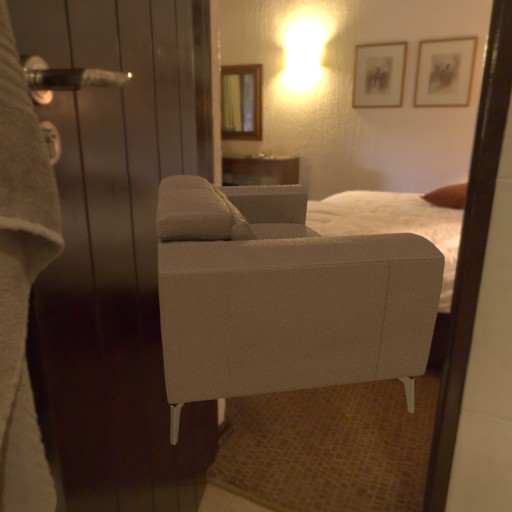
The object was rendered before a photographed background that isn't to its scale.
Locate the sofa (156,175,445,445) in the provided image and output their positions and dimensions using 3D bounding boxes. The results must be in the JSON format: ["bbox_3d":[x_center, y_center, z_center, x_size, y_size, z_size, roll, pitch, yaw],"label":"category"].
[{"bbox_3d":[0.000,0.000,2.381,1.003,0.779,1.895,-3,17,-11],"label":"sofa"}]
